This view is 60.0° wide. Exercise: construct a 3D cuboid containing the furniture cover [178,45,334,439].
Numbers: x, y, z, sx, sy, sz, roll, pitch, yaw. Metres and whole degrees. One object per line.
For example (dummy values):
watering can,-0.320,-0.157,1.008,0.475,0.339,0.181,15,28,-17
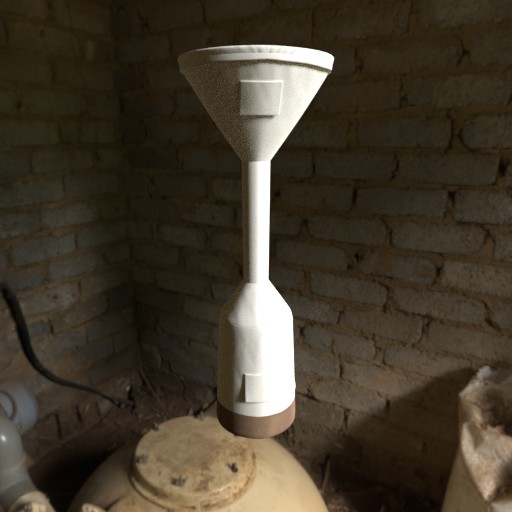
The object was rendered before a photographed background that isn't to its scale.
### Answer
furniture cover,0.000,0.000,2.939,0.914,2.413,0.914,-2,16,-7
